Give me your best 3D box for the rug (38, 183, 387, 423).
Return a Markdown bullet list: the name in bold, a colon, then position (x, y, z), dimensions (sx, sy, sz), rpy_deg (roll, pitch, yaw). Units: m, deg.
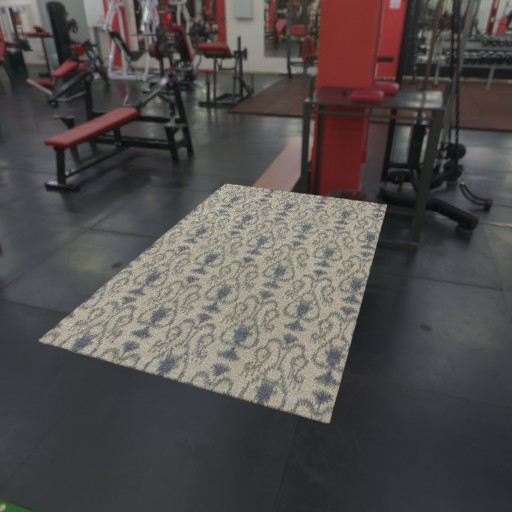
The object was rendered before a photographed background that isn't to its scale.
- **rug**: position (0.000, 0.000, 2.073), dimensions (1.035, 0.006, 1.652), rpy_deg (10, 31, 17)
